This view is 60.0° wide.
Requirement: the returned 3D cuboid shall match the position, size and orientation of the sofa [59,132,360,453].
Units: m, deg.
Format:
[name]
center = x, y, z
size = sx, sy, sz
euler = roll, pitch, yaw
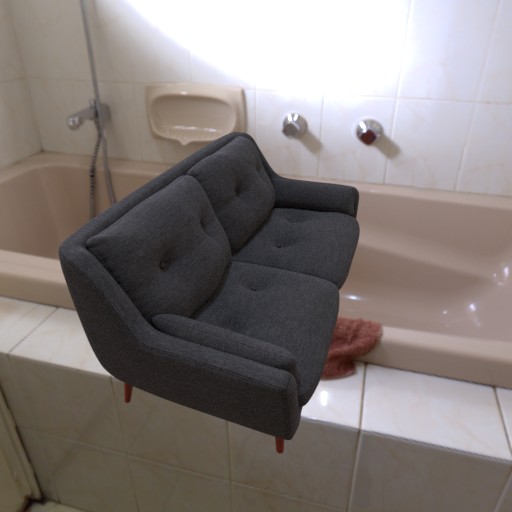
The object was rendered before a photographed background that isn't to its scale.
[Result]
[sofa]
center = 0.000, 0.000, 2.379
size = 0.975, 0.896, 1.929
euler = 9, 30, 16
